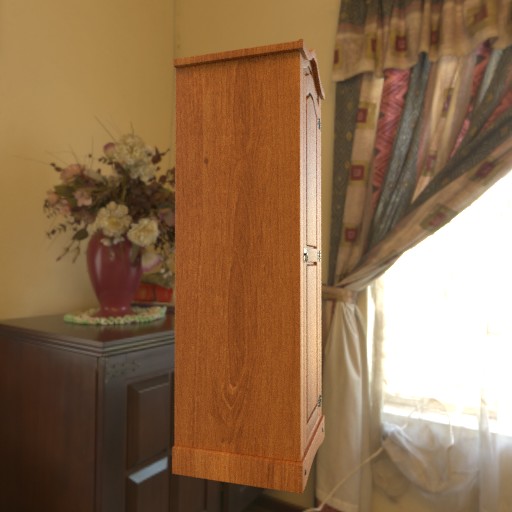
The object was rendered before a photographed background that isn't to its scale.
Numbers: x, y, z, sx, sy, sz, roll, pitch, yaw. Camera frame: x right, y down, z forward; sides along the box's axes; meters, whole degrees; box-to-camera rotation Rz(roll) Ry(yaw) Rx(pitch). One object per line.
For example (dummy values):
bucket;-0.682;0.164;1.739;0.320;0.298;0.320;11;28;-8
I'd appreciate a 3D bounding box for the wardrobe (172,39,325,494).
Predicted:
wardrobe;0.000;0.000;2.108;0.570;1.870;0.590;0;-1;17
